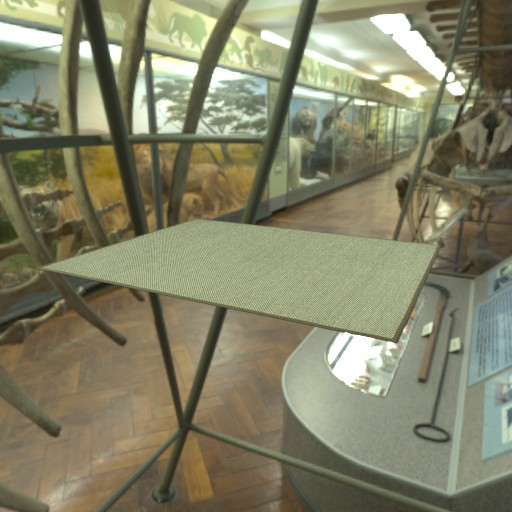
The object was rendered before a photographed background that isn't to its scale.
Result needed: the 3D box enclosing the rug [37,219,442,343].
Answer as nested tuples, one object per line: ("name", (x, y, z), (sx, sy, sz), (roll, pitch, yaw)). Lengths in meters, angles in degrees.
("rug", (0.000, 0.000, 4.170), (3.041, 0.020, 2.413), (8, 18, 26))
